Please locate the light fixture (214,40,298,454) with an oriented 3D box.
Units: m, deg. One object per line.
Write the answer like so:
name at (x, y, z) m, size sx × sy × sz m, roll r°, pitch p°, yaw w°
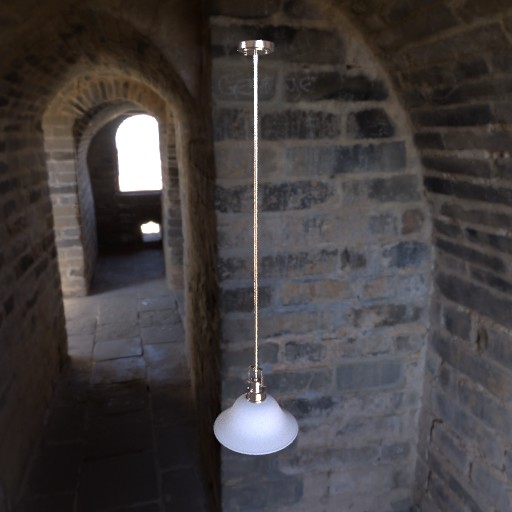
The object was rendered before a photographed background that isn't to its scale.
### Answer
light fixture at (0.000, 0.000, 1.540) m, size 0.324 × 1.354 × 0.324 m, roll 7°, pitch 16°, yaw 26°
